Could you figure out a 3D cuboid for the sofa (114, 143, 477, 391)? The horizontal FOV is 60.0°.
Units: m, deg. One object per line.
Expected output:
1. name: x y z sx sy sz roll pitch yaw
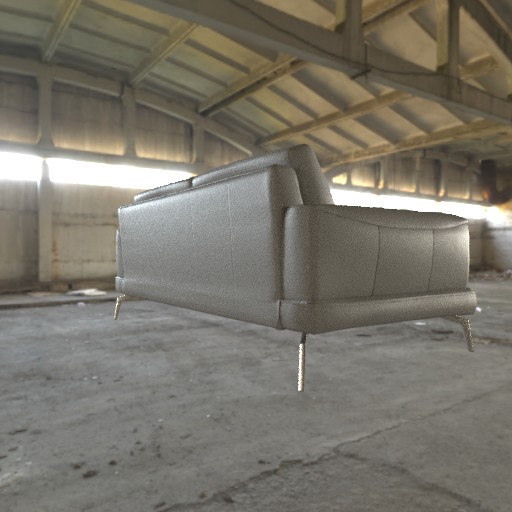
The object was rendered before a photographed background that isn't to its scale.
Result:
1. sofa: 0.000 0.000 2.684 1.121 0.930 2.177 0 0 -35
